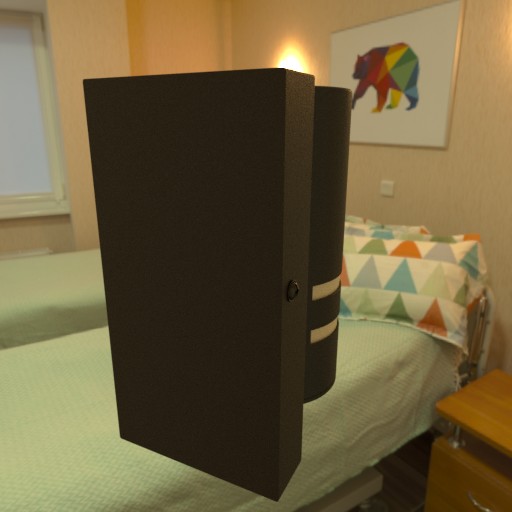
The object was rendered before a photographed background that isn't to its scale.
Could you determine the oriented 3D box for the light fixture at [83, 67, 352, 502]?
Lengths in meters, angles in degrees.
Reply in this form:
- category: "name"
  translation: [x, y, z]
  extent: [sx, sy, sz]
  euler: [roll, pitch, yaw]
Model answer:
- category: "light fixture"
  translation: [0.000, 0.000, 0.250]
  extent: [0.098, 0.179, 0.138]
  euler: [8, 19, 26]
